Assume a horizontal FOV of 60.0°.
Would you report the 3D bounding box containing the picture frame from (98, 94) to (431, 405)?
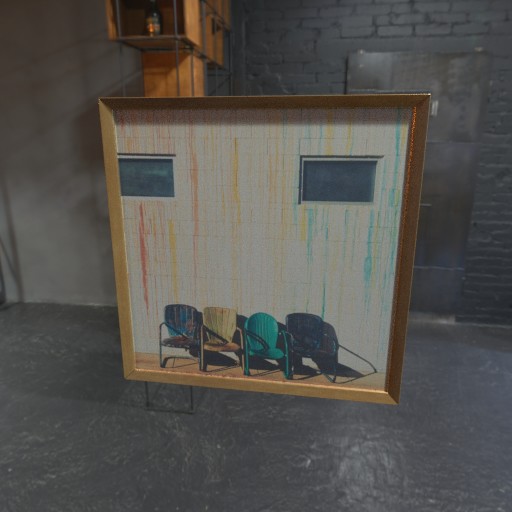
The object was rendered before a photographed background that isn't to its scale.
[{"bbox_3d":[0.000,0.000,1.122,0.758,0.761,0.037,3,16,9],"label":"picture frame"}]
